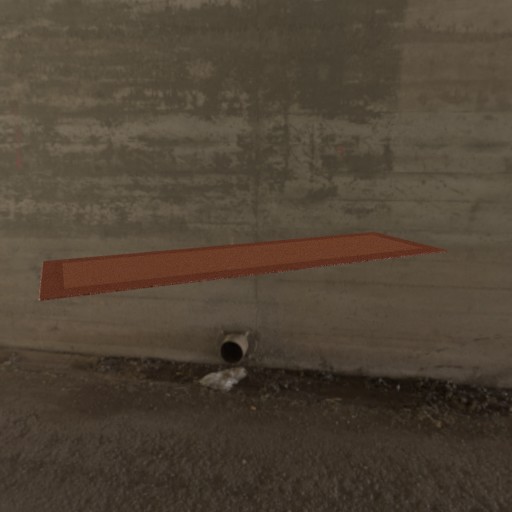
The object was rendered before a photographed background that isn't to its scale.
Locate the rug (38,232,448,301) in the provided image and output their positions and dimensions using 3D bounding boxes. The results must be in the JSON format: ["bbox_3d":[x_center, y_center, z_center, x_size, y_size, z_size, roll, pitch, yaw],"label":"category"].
[{"bbox_3d":[0.000,0.000,2.764,2.471,0.013,0.914,-7,15,-27],"label":"rug"}]
